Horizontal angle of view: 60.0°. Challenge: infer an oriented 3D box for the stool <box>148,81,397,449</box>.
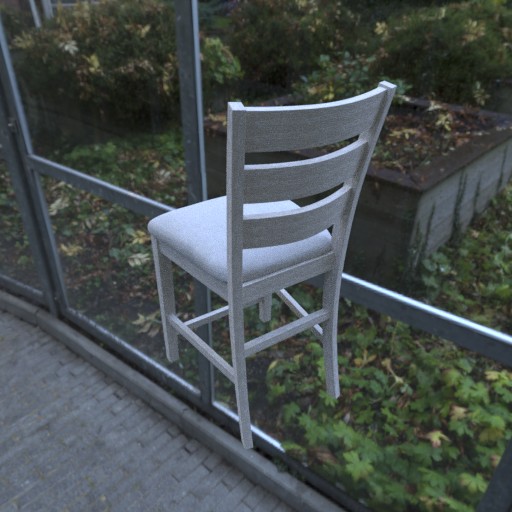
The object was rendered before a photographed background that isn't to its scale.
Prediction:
[{"bbox_3d":[0.000,0.000,1.359,0.484,1.032,0.569,-19,36,-28],"label":"stool"}]
